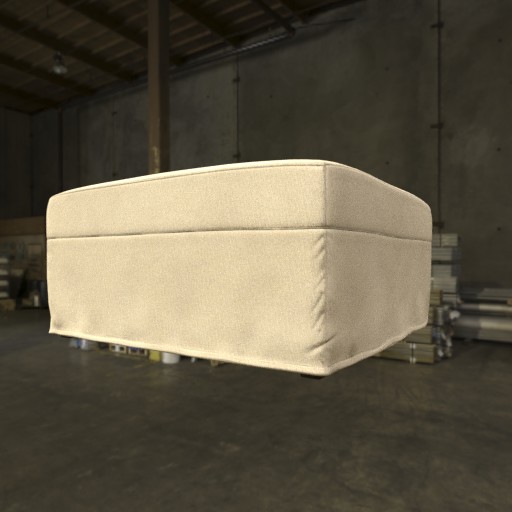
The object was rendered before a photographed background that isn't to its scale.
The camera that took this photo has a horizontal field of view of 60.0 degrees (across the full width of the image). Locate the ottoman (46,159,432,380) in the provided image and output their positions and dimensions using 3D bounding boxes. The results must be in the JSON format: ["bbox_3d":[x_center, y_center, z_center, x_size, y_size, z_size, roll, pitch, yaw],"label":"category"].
[{"bbox_3d":[0.000,0.000,1.306,0.843,0.441,0.842,0,0,33],"label":"ottoman"}]
